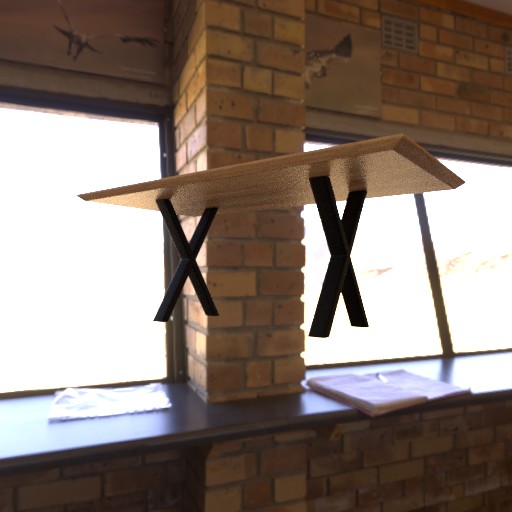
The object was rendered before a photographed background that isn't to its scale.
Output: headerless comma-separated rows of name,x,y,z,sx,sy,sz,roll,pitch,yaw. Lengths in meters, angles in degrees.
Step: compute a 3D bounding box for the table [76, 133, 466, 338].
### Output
table,0.000,0.000,2.503,2.000,0.770,1.000,-2,-3,36
